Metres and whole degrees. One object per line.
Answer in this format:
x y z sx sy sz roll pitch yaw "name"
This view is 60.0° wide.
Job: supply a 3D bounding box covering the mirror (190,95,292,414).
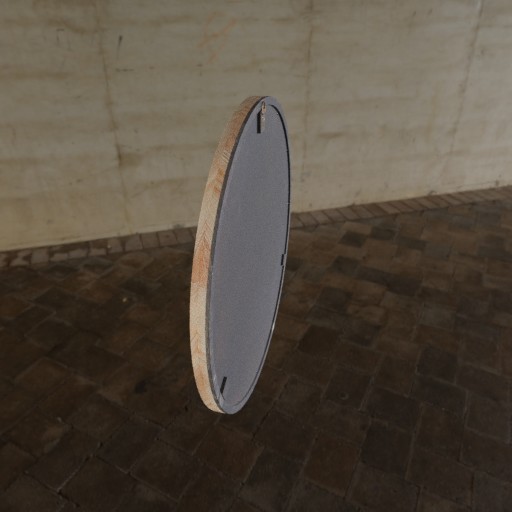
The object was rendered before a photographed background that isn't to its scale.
0.000 0.000 1.046 0.038 0.710 0.710 7 30 13 "mirror"
